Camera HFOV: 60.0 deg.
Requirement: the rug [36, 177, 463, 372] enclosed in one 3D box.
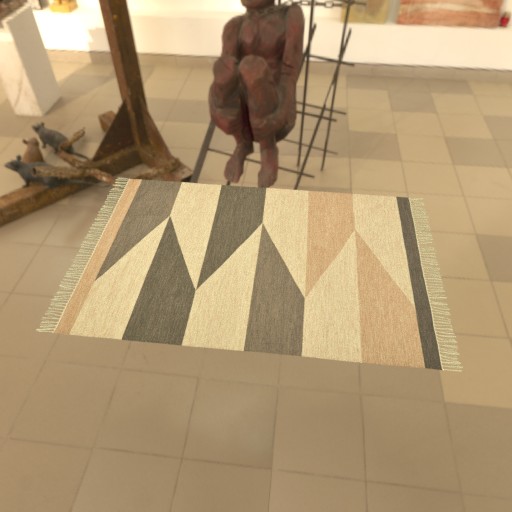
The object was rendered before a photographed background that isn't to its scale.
[{"bbox_3d":[0.000,0.000,2.475,2.021,0.027,1.224,5,47,4],"label":"rug"}]
